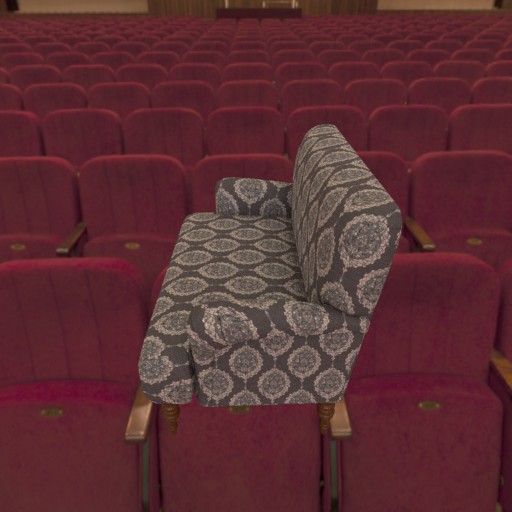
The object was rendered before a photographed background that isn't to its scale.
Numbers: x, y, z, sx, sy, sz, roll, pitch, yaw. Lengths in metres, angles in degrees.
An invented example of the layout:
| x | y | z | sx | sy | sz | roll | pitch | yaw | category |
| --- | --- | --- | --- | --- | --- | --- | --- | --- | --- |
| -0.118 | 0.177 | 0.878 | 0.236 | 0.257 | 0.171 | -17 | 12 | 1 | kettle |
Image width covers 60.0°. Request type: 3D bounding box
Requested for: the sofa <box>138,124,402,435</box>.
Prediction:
| x | y | z | sx | sy | sz | roll | pitch | yaw | category |
| --- | --- | --- | --- | --- | --- | --- | --- | --- | --- |
| 0.000 | 0.000 | 1.865 | 0.779 | 0.867 | 1.297 | 0 | 28 | -1 | sofa |
